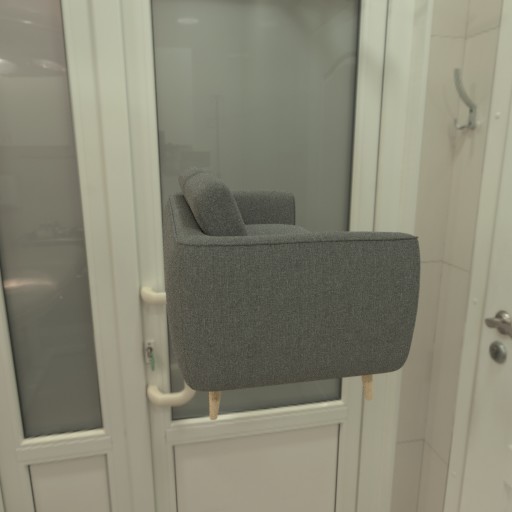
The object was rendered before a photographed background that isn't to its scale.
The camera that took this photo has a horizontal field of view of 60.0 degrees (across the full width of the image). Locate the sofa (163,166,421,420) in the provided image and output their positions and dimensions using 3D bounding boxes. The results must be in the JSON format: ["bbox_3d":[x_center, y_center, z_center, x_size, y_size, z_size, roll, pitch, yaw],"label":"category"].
[{"bbox_3d":[0.000,0.000,2.266,0.920,0.870,1.700,-3,14,-12],"label":"sofa"}]
